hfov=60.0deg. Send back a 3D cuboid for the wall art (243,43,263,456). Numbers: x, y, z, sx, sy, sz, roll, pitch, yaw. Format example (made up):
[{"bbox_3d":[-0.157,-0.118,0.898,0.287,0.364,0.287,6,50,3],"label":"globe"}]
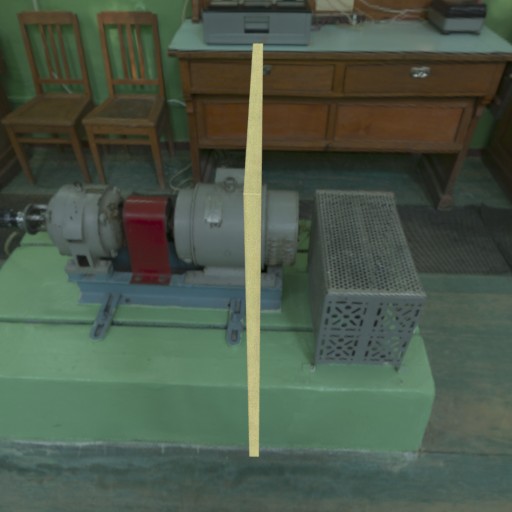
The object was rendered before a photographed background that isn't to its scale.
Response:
[{"bbox_3d":[0.000,0.000,1.373,0.030,1.002,0.798,1,42,1],"label":"wall art"}]
